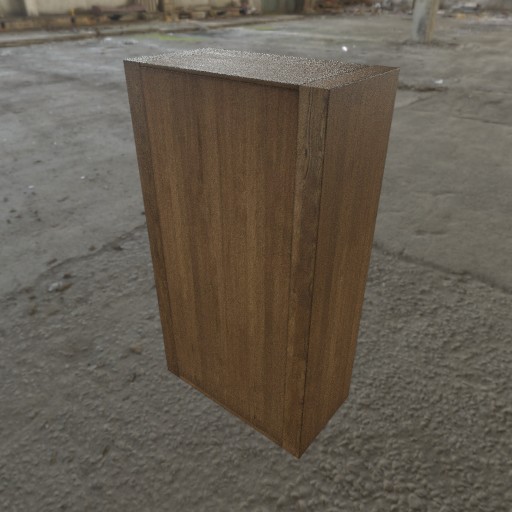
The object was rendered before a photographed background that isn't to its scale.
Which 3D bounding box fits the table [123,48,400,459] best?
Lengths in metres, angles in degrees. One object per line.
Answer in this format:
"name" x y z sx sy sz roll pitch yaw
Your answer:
"table" 0.000 0.000 2.483 1.100 2.000 0.600 23 38 32
